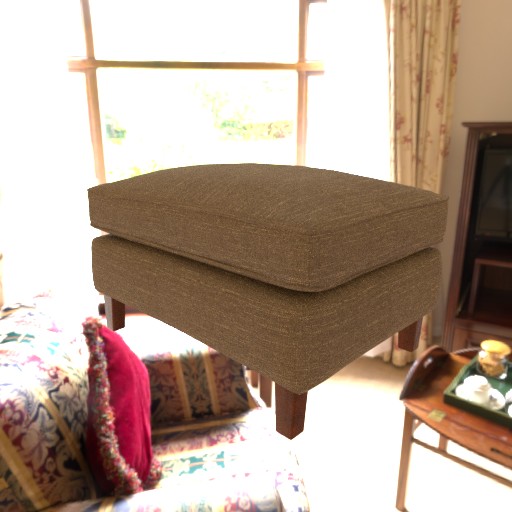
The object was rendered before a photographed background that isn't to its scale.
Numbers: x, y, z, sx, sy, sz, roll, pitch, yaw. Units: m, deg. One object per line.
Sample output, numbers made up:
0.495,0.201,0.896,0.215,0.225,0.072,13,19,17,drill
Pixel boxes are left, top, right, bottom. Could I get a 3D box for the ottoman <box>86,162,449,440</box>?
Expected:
0.000,0.000,1.000,0.686,0.406,0.508,15,21,43,ottoman
